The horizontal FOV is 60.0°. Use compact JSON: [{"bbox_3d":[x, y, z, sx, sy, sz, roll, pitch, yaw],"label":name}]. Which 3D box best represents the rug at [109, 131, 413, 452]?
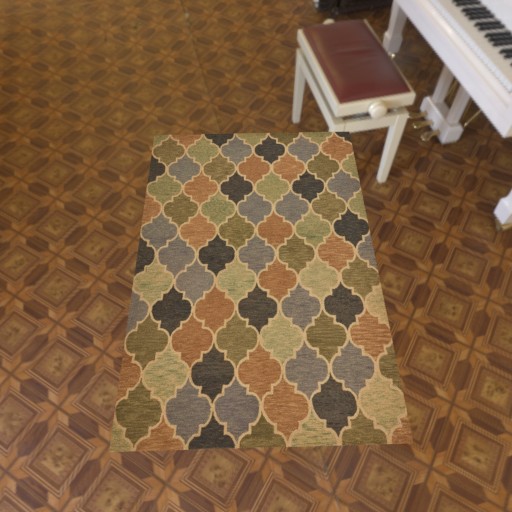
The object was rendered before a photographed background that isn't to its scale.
[{"bbox_3d":[0.000,0.000,2.838,1.521,0.006,2.284,-1,57,-1],"label":"rug"}]
